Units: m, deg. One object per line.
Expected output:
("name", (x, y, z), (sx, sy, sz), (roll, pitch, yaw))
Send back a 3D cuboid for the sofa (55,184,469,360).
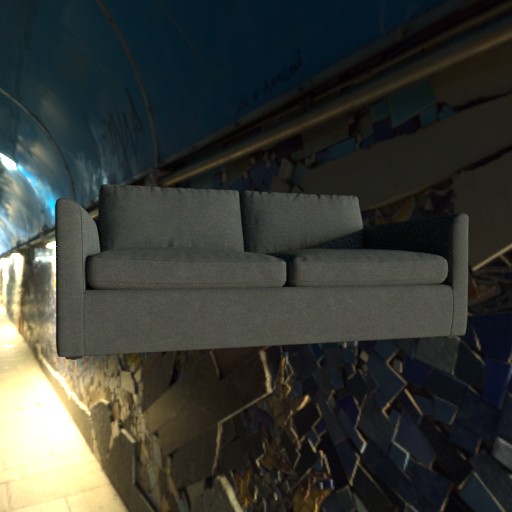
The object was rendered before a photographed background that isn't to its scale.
("sofa", (0.000, 0.000, 2.457), (1.909, 0.845, 1.091), (0, -1, -16))
